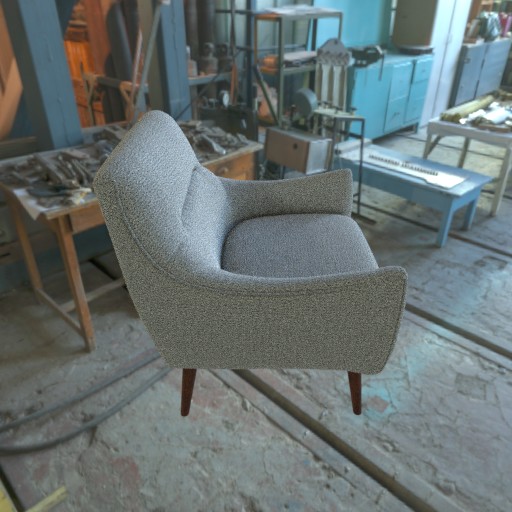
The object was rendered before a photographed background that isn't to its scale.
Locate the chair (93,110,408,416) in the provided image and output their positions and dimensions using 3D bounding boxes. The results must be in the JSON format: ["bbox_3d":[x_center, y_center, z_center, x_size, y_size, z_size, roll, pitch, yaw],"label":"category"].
[{"bbox_3d":[0.000,0.000,1.470,0.787,0.838,0.762,0,32,0],"label":"chair"}]
